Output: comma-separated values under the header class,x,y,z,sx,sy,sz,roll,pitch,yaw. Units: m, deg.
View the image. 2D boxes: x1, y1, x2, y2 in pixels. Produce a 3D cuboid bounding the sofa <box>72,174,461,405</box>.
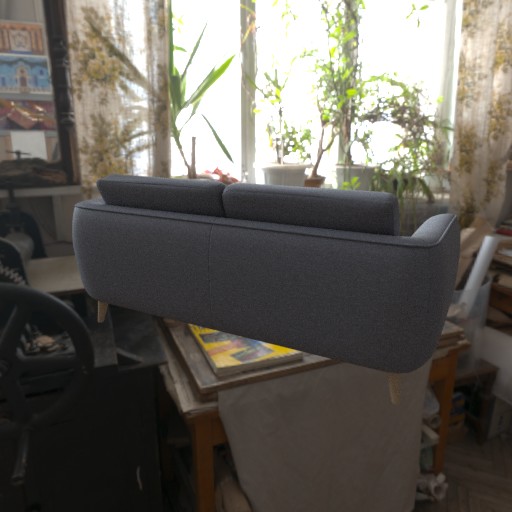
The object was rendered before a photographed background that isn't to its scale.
class,x,y,z,sx,sy,sz,roll,pitch,yaw
sofa,0.000,0.000,2.486,2.000,0.870,0.920,9,18,27
